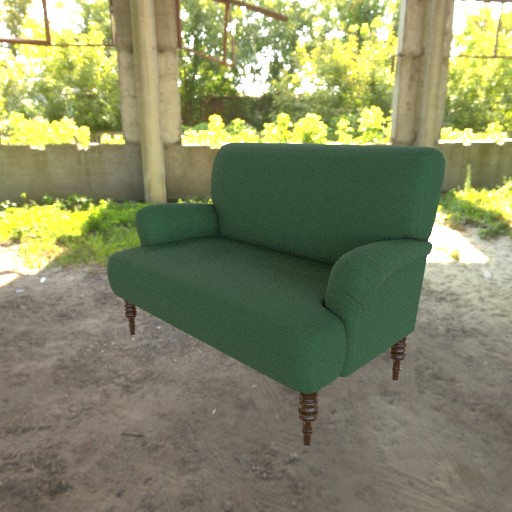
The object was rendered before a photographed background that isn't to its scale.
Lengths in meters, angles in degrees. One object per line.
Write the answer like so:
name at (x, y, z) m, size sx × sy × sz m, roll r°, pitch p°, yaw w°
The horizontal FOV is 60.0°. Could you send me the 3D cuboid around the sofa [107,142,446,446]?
sofa at (0.000, 0.000, 1.836) m, size 0.779 × 0.889 × 1.297 m, roll -15°, pitch 21°, yaw -42°
